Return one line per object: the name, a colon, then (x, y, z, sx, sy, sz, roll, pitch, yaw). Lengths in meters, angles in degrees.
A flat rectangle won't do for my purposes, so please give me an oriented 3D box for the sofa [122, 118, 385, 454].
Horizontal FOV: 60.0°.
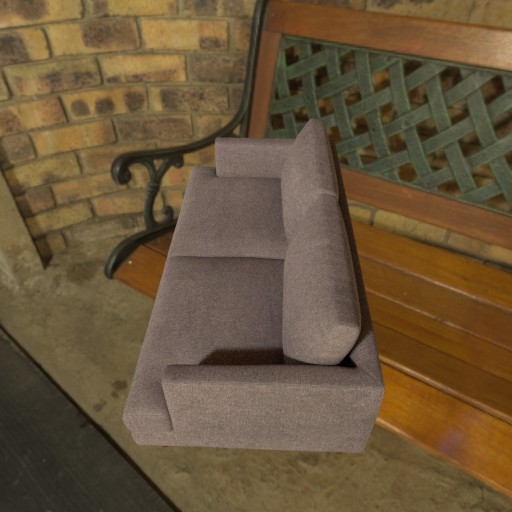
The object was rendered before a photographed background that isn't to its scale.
sofa: (0.000, 0.000, 2.471, 1.020, 0.868, 1.948, 1, 42, 2)
